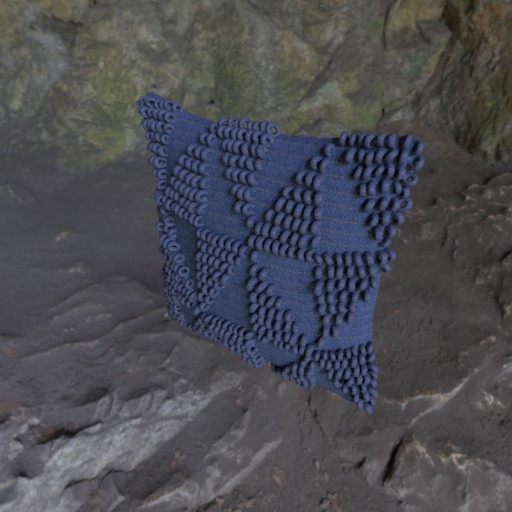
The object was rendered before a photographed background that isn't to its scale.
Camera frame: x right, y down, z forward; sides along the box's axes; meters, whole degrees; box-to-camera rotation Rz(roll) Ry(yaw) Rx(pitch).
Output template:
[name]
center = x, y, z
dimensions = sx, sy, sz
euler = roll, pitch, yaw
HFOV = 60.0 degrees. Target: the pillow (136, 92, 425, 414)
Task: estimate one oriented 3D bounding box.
[pillow]
center = 0.000, 0.000, 0.728
dimensions = 0.469, 0.466, 0.172
euler = 19, 35, 29
